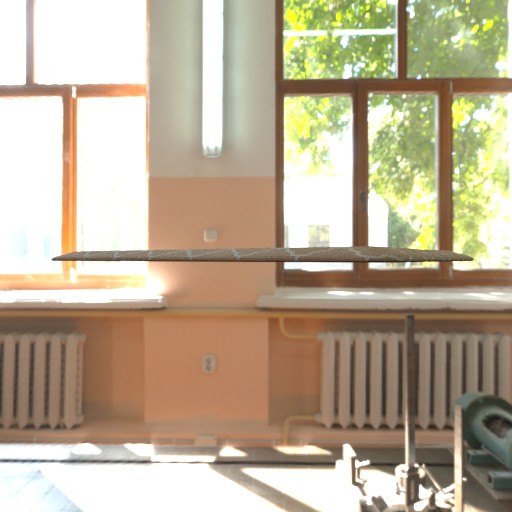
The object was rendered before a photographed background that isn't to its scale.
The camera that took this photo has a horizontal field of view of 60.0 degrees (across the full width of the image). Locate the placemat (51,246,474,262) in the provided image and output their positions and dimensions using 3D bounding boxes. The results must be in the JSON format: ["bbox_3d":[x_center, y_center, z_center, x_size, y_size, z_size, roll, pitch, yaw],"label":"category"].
[{"bbox_3d":[0.000,0.000,0.937,0.762,0.021,0.508,0,0,36],"label":"placemat"}]
